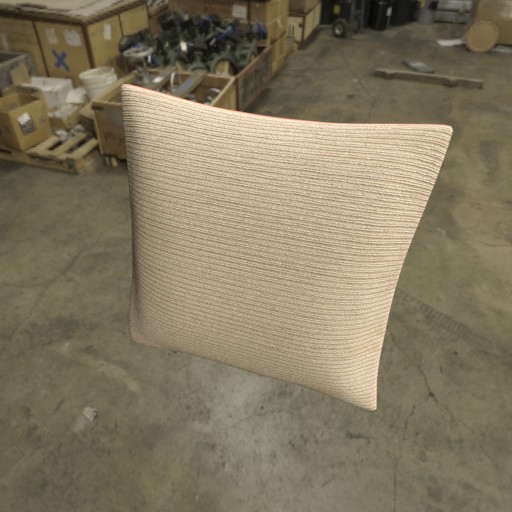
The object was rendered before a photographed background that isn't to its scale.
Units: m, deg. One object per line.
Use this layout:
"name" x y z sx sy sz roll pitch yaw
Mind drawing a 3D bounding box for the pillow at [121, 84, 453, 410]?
"pillow" 0.000 0.000 0.631 0.424 0.401 0.177 12 41 15
